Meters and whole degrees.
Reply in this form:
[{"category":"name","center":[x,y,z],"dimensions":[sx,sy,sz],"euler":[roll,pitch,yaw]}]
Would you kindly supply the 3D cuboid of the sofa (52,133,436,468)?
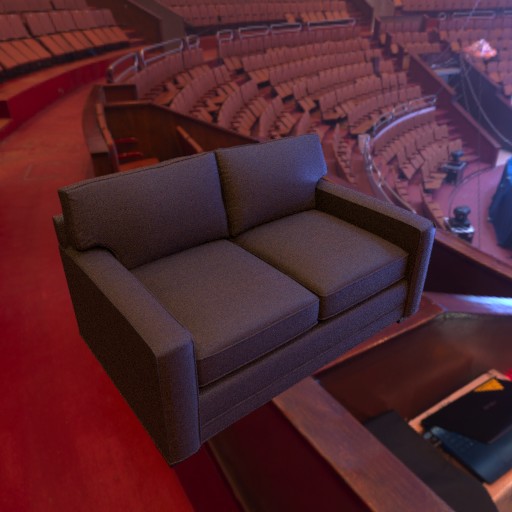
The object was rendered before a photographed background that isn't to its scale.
[{"category":"sofa","center":[0.000,0.000,2.140],"dimensions":[1.534,0.887,0.974],"euler":[-21,36,-33]}]
